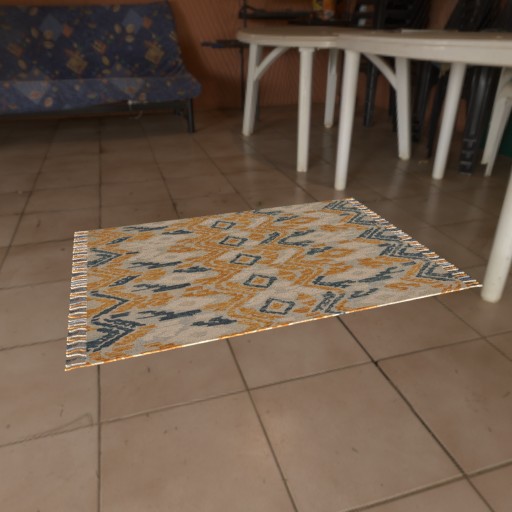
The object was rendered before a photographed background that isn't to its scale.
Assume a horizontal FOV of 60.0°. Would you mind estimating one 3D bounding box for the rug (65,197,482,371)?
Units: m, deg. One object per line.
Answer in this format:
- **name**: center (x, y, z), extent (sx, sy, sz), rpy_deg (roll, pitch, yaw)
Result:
- **rug**: center (0.000, 0.000, 2.326), extent (1.827, 0.008, 1.230), rpy_deg (-9, 29, -16)
